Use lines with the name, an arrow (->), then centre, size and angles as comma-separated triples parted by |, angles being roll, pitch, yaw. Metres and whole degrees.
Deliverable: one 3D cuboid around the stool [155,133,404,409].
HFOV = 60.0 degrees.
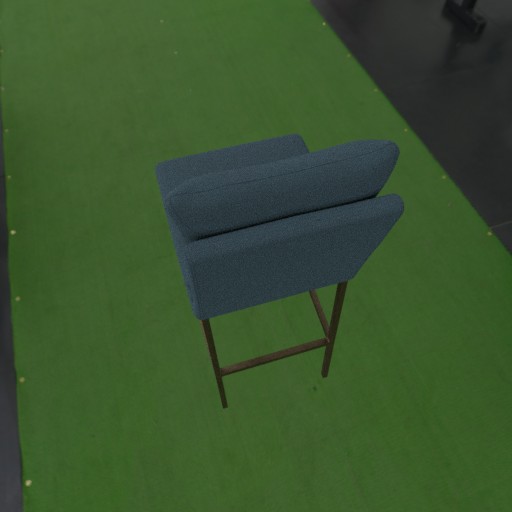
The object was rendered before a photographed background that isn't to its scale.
stool -> 0.000, 0.000, 1.354 | 0.463, 1.124, 0.568 | -14, 58, -9
